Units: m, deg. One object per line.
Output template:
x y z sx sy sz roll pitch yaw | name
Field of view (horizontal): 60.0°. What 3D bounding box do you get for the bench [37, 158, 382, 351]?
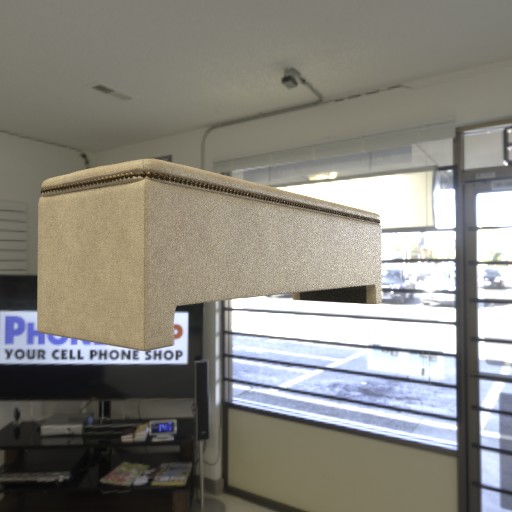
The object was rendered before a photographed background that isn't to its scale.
0.000 0.000 1.702 0.470 0.447 1.482 -1 -1 36 | bench
